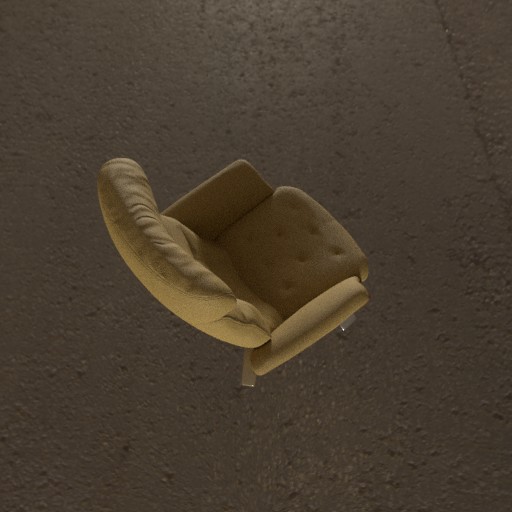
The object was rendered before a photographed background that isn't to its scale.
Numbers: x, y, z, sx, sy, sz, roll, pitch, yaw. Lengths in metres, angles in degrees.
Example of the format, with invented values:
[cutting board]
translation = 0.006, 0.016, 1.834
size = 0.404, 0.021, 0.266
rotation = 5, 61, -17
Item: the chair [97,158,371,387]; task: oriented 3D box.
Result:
[chair]
translation = 0.000, 0.000, 1.602
size = 0.837, 0.995, 0.785
rotation = -31, 64, -17
